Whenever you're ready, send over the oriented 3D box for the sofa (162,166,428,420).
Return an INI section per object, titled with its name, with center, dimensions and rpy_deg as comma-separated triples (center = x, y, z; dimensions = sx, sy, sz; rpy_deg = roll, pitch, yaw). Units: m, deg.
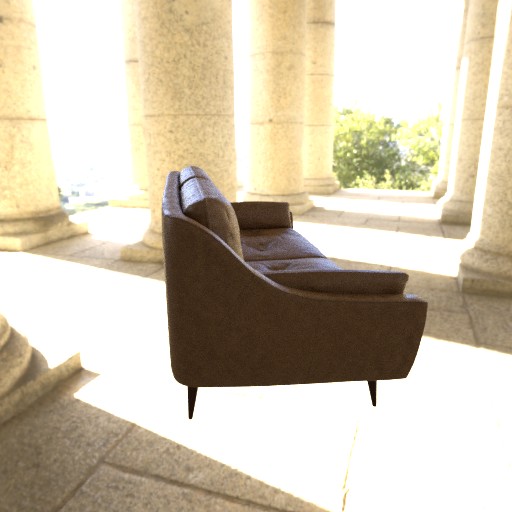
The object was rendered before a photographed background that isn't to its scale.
[sofa]
center = 0.000, 0.000, 2.329
dimensions = 0.904, 0.839, 1.902
rpy_deg = -3, 15, -10
